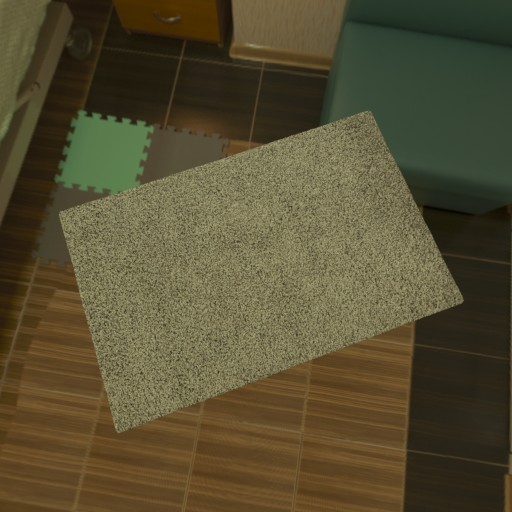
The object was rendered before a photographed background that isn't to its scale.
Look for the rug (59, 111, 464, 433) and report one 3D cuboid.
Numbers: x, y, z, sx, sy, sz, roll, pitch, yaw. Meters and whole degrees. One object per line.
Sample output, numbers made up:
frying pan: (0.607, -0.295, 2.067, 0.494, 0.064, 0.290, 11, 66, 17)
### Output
rug: (0.000, 0.000, 3.480, 2.743, 0.030, 1.778, -19, 75, -5)
